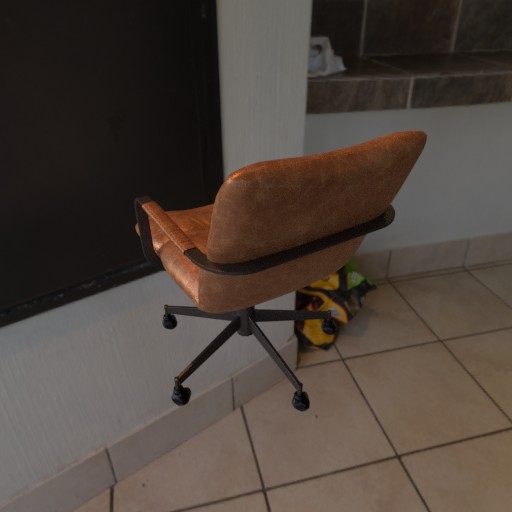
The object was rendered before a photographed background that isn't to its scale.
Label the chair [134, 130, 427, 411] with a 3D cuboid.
[{"bbox_3d":[0.000,0.000,1.462,0.727,0.922,0.754,-18,36,-27],"label":"chair"}]
